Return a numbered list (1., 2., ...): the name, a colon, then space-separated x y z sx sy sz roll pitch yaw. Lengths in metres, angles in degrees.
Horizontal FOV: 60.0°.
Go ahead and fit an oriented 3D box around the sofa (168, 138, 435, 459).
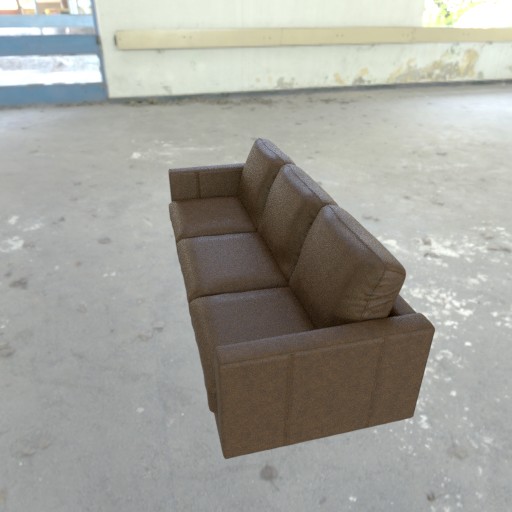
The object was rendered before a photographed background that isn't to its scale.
1. sofa: 0.000 0.000 2.699 0.903 0.930 2.231 -7 30 -12
